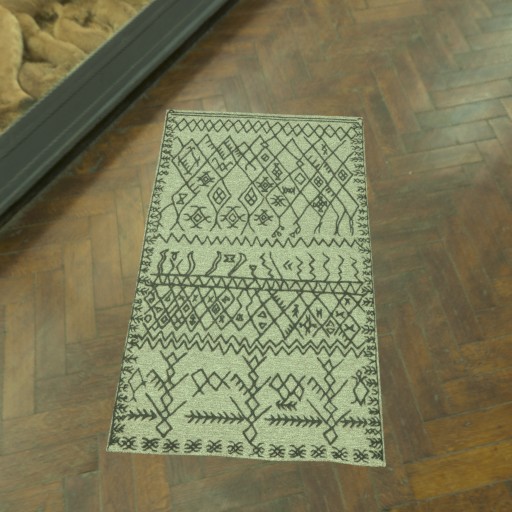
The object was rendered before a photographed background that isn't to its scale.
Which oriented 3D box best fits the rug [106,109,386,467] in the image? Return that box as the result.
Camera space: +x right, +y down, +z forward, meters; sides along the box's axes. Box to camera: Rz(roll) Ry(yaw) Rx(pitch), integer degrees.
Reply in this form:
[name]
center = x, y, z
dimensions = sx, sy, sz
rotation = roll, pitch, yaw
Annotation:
[rug]
center = 0.000, 0.000, 4.584
dimensions = 2.393, 0.019, 3.824
rotation = 3, 65, 1
